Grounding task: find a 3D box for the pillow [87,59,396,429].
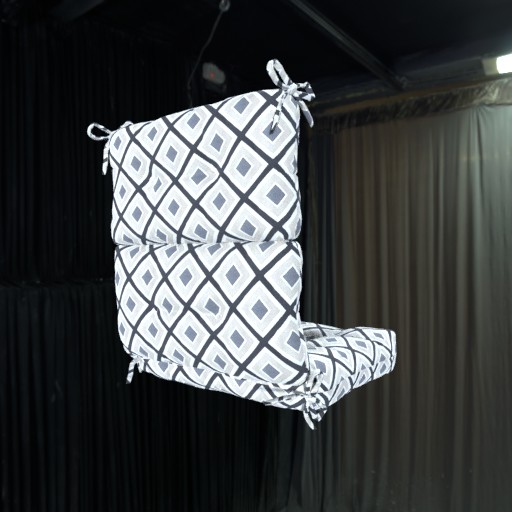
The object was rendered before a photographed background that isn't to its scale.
[{"bbox_3d":[0.000,0.000,1.030,0.519,0.605,0.571,0,0,36],"label":"pillow"}]
